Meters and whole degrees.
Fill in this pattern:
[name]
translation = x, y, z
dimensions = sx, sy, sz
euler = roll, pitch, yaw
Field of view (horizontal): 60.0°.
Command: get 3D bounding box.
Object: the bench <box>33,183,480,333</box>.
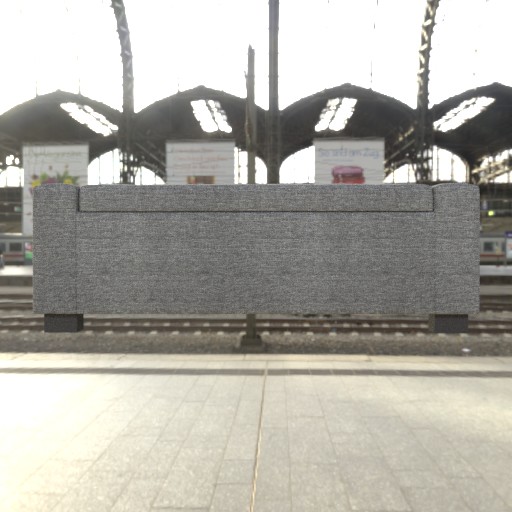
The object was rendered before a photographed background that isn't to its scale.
[bench]
translation = 0.000, 0.000, 1.523
dimensions = 1.296, 0.445, 0.508
euler = 0, 1, 0
